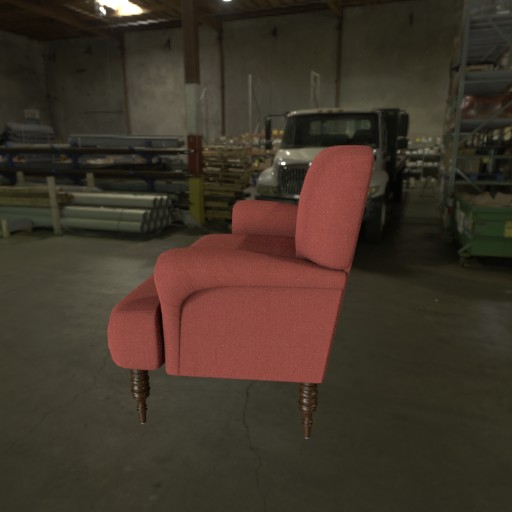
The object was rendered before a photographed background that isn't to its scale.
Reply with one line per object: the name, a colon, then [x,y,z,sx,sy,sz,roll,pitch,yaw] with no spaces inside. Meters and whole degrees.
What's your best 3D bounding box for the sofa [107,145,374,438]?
sofa: [0.000,0.000,1.834,0.779,0.889,1.297,2,14,8]
